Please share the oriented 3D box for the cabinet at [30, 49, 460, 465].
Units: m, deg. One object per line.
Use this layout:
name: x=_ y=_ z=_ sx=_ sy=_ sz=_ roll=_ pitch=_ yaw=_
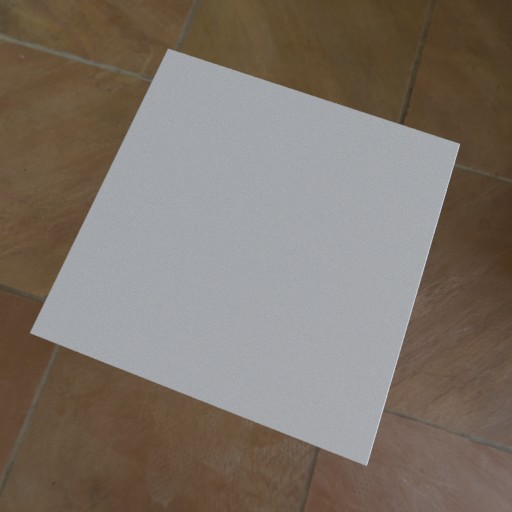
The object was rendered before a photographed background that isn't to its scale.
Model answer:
cabinet: x=0.000 y=0.000 z=1.285 sx=0.800 sy=0.460 sz=0.800 roll=20 pitch=77 yaw=5
